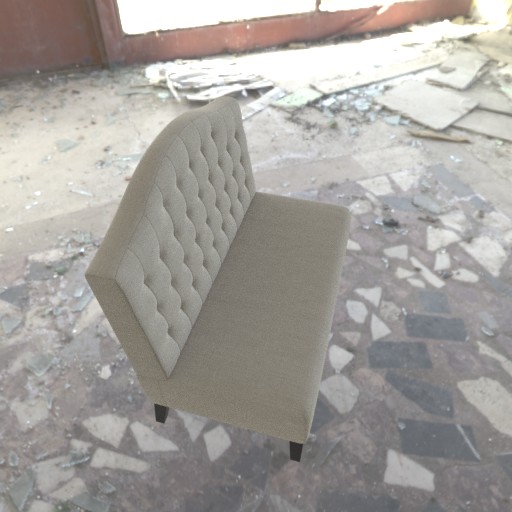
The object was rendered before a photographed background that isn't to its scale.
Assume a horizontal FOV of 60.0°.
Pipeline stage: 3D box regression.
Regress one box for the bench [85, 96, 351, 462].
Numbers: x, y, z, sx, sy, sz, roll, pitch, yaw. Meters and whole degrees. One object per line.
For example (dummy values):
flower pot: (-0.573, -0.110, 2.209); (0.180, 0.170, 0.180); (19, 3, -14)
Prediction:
bench: (0.000, 0.000, 2.102); (0.815, 1.180, 1.335); (11, 46, 11)
